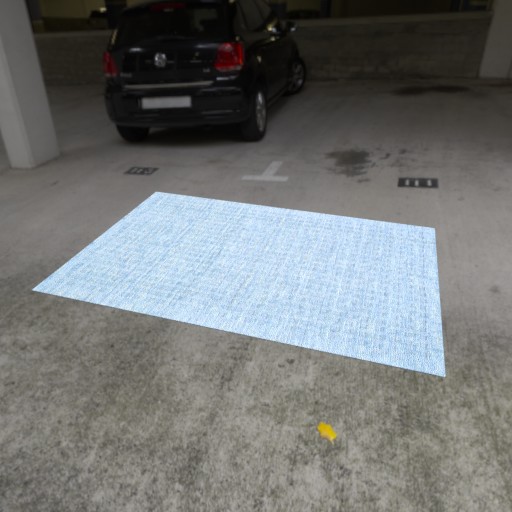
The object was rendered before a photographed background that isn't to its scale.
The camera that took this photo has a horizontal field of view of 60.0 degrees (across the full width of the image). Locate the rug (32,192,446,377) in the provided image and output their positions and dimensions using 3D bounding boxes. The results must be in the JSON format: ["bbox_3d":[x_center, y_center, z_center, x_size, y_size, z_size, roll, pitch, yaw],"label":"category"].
[{"bbox_3d":[0.000,0.000,2.936,2.286,0.006,1.522,9,33,15],"label":"rug"}]
